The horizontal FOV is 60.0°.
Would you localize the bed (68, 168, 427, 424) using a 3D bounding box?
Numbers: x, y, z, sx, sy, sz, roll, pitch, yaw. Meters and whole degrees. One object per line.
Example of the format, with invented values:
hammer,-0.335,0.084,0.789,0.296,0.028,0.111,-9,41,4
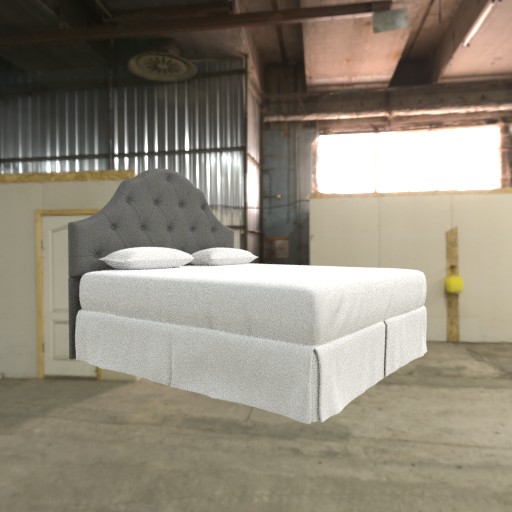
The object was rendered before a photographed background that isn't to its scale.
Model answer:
bed,0.000,0.000,3.583,2.214,1.615,2.008,1,2,37
